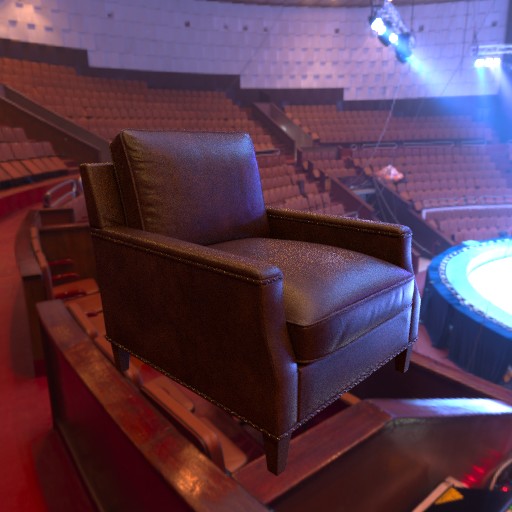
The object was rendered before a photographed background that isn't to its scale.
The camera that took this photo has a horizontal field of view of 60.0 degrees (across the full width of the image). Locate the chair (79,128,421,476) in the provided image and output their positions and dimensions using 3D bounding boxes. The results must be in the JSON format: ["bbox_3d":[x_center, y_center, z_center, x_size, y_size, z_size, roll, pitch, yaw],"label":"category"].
[{"bbox_3d":[0.000,0.000,1.678,1.014,0.929,0.853,14,20,42],"label":"chair"}]
